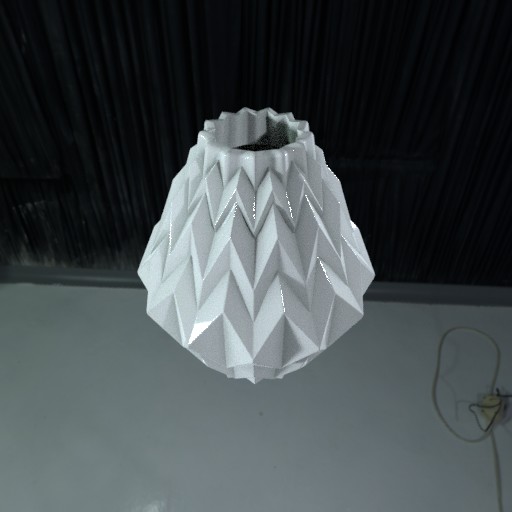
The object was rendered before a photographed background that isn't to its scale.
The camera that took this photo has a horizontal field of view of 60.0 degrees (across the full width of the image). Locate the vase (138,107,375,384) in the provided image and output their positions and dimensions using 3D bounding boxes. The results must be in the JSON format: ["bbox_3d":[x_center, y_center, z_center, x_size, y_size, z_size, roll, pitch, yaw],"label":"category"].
[{"bbox_3d":[0.000,0.000,0.307,0.164,0.185,0.164,0,41,0],"label":"vase"}]
